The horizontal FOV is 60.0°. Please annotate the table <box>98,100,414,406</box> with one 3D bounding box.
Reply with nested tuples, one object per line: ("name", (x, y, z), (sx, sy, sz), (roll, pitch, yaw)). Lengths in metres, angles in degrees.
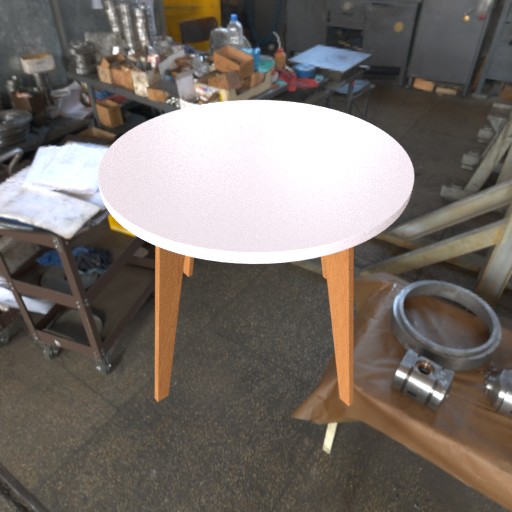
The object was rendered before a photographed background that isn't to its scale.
("table", (0.000, 0.000, 1.542), (0.896, 0.762, 0.896), (0, 40, 0))
